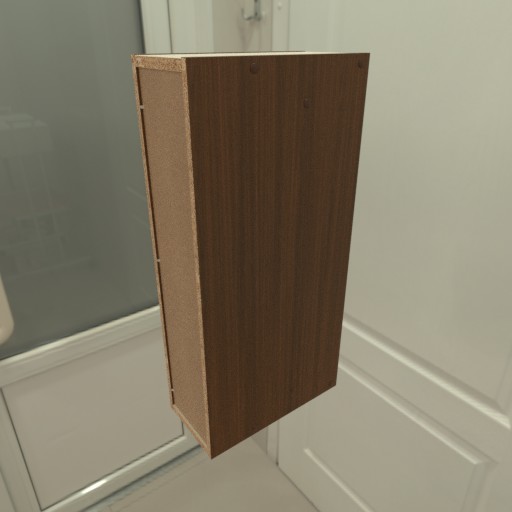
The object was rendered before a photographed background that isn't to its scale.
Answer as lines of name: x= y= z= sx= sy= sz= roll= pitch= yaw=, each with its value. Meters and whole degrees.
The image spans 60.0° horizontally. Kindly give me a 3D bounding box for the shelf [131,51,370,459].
shelf: x=0.000 y=0.000 z=0.722 sx=0.290 sy=0.600 sz=0.147 roll=-18 pitch=31 yaw=-33
